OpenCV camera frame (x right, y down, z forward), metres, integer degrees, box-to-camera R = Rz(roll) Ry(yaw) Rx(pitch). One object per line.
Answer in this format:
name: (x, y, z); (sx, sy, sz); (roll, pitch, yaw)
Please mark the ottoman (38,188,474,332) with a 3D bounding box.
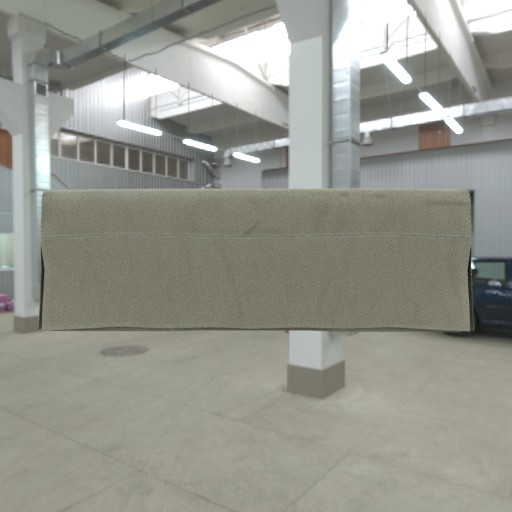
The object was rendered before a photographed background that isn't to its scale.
ottoman: (0.000, 0.000, 1.675); (1.388, 0.457, 0.665); (0, 1, 1)
